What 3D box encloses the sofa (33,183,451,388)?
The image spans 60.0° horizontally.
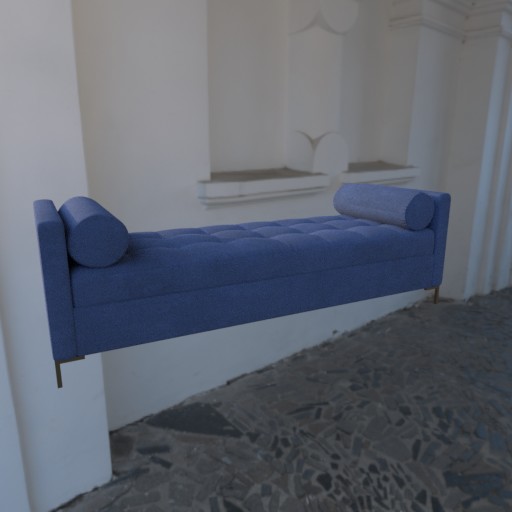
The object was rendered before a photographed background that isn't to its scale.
[{"bbox_3d":[0.000,0.000,2.270,1.981,0.635,0.686,-7,16,-26],"label":"sofa"}]
